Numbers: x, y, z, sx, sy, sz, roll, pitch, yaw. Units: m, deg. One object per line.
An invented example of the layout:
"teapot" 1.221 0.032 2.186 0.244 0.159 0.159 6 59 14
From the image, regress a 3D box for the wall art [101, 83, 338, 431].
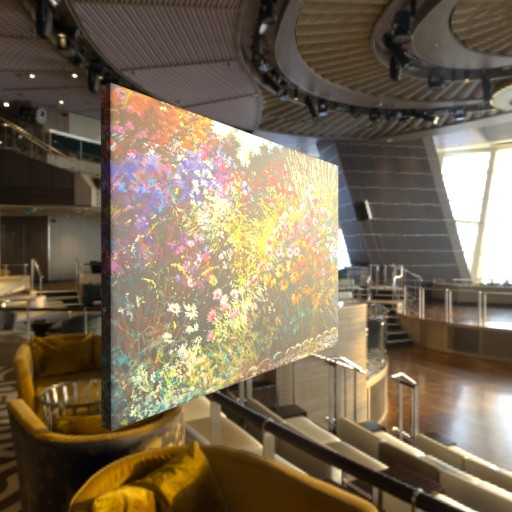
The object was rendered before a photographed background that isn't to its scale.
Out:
"wall art" 0.000 0.000 1.438 0.042 0.760 1.136 0 0 36
